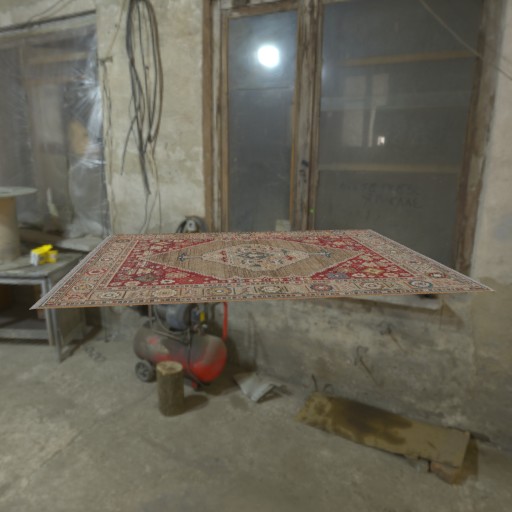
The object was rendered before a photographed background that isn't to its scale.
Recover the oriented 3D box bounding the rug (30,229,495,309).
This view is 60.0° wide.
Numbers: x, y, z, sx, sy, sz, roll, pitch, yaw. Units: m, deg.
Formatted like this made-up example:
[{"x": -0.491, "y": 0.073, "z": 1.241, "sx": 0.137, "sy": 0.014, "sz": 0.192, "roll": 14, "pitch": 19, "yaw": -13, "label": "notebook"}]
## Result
[{"x": 0.000, "y": 0.000, "z": 4.121, "sx": 3.143, "sy": 0.008, "sz": 2.451, "roll": -2, "pitch": 14, "yaw": -7, "label": "rug"}]
